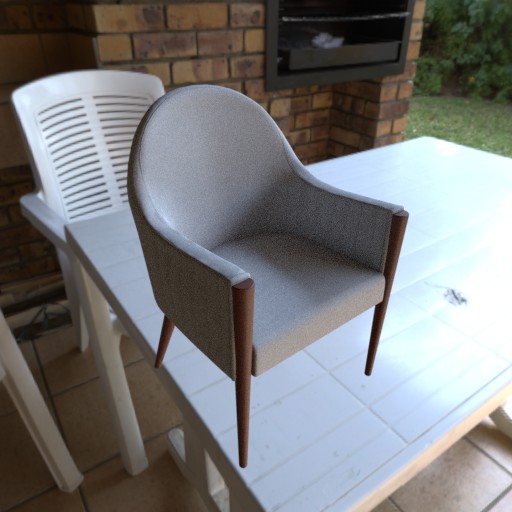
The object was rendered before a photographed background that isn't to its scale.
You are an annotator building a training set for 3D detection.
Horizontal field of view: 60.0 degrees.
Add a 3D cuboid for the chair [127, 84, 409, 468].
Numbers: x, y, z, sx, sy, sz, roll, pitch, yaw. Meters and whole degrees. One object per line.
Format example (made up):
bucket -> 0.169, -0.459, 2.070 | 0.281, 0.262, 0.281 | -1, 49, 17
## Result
chair -> 0.000, 0.000, 1.323 | 0.610, 0.889, 0.620 | -22, 37, -33
